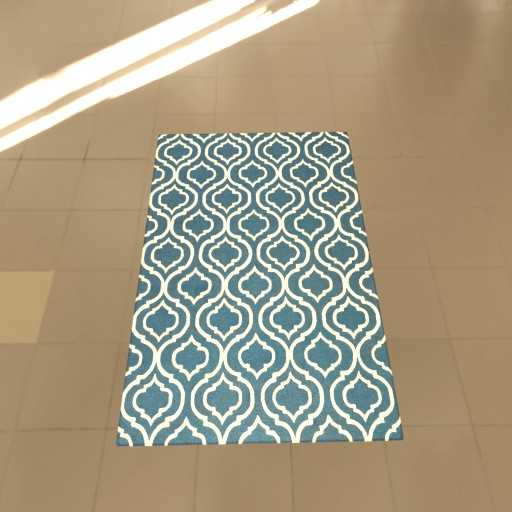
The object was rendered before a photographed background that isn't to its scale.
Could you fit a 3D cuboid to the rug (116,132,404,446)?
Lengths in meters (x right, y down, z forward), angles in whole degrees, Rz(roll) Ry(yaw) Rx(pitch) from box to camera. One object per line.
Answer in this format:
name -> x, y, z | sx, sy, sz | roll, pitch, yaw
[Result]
rug -> 0.000, 0.000, 2.221 | 1.143, 0.010, 1.753 | -1, 58, -1
